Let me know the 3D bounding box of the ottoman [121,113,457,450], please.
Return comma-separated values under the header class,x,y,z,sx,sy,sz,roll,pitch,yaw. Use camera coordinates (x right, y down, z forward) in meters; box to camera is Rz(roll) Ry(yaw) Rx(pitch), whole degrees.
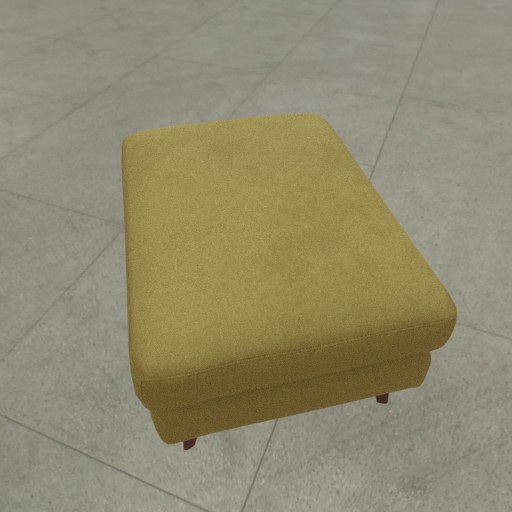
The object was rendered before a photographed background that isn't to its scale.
class,x,y,z,sx,sy,sz,roll,pitch,yaw
ottoman,0.000,0.000,1.128,0.608,0.449,0.811,-9,46,-9
